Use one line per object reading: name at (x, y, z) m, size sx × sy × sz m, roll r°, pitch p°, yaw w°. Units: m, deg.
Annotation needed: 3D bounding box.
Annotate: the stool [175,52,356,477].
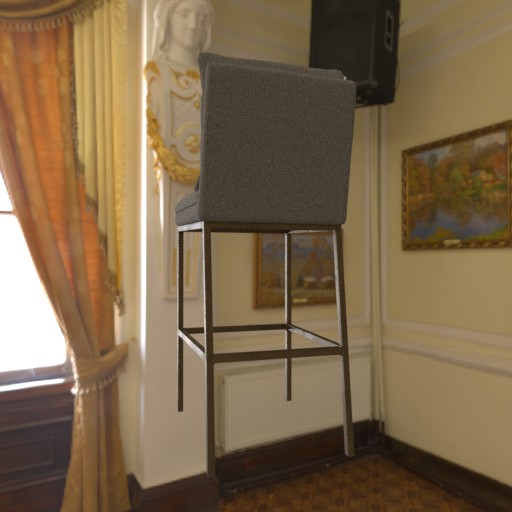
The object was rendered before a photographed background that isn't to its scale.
stool at (0.000, 0.000, 1.449) m, size 0.463 × 1.132 × 0.569 m, roll 0°, pitch -1°, yaw -17°
